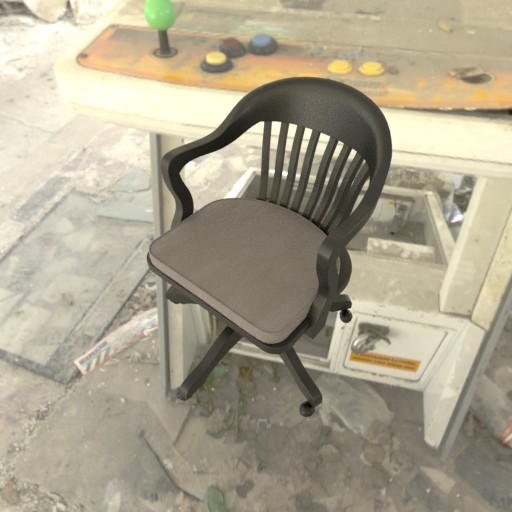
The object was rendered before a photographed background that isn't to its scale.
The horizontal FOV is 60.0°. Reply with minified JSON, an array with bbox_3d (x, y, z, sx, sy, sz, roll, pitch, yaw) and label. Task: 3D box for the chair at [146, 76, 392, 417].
[{"bbox_3d":[0.000,0.000,1.435,0.750,0.878,0.788,31,54,26],"label":"chair"}]
